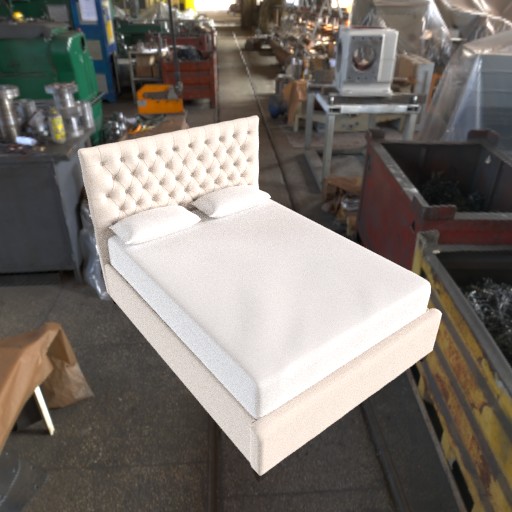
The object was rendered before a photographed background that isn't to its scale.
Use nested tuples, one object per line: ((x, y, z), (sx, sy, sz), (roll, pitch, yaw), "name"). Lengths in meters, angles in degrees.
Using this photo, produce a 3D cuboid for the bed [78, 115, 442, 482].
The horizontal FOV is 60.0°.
((0.000, 0.000, 3.352), (1.696, 1.426, 2.233), (-22, 37, -31), "bed")
